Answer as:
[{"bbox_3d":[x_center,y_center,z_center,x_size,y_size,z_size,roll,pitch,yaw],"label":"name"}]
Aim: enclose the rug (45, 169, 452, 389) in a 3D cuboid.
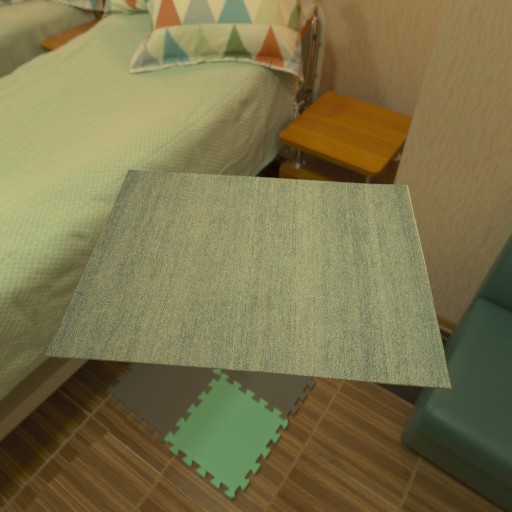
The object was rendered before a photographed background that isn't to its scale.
[{"bbox_3d":[0.000,0.000,4.288,3.237,0.046,2.461,4,48,4],"label":"rug"}]
